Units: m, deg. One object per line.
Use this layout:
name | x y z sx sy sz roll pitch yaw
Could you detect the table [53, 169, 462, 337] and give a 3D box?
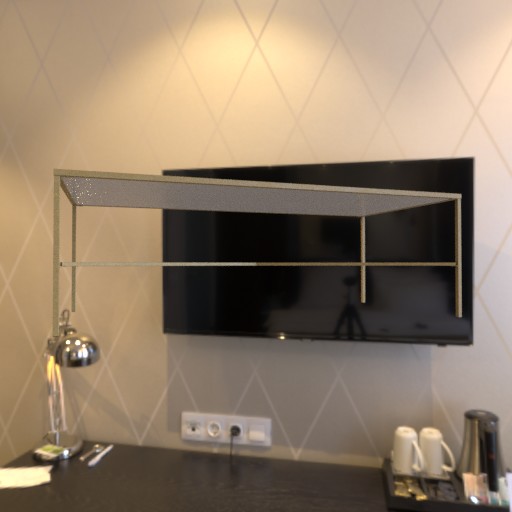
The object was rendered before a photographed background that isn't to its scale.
table | 0.000 0.000 1.514 1.206 0.398 0.580 0 -1 -18
